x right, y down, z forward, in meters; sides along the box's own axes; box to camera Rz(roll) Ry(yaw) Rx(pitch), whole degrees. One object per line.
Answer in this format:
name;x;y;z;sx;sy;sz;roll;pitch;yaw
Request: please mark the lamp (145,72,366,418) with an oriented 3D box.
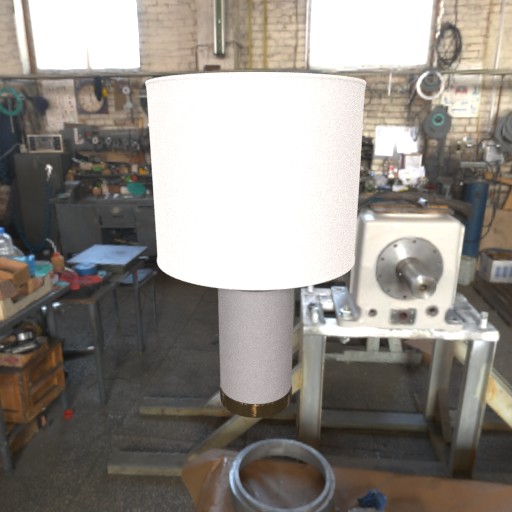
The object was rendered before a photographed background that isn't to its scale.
lamp;0.000;0.000;0.525;0.229;0.380;0.229;0;16;0
